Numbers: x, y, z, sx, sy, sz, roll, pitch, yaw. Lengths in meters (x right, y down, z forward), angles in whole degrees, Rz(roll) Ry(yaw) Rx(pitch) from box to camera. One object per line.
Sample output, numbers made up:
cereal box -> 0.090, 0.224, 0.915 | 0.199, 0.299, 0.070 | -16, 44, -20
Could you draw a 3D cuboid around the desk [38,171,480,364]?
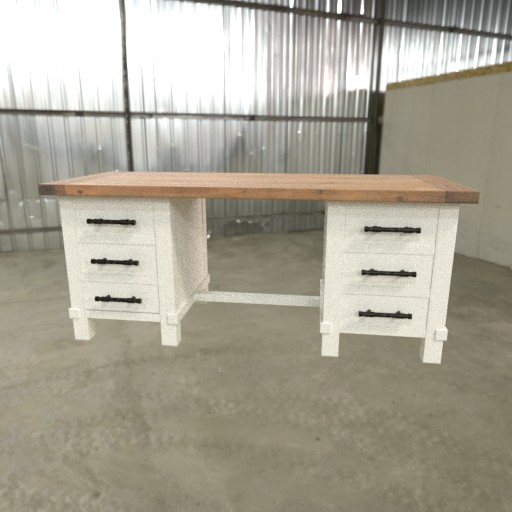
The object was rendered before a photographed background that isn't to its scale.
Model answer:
desk -> 0.000, 0.000, 2.222 | 1.803, 0.760, 0.688 | 2, 16, 8
